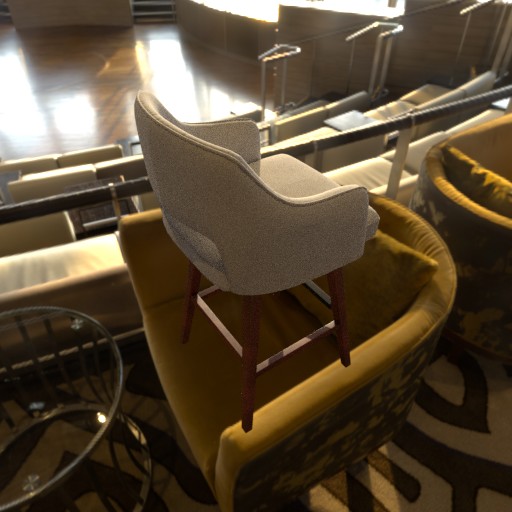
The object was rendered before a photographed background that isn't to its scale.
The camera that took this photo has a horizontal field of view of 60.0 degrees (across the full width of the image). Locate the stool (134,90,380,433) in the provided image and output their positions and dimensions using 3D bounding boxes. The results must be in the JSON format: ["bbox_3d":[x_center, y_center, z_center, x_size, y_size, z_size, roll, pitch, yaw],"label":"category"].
[{"bbox_3d":[0.000,0.000,1.373,0.558,1.012,0.548,-24,46,-26],"label":"stool"}]
